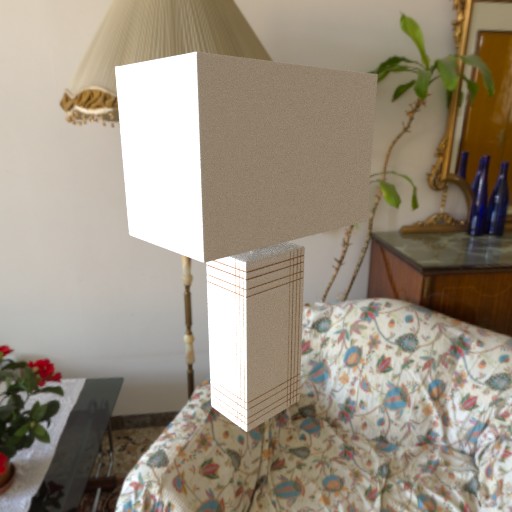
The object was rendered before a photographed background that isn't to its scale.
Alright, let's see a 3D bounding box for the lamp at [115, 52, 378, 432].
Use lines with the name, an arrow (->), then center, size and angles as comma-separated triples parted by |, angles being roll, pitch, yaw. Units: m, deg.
lamp -> 0.000, 0.000, 0.699 | 0.334, 0.543, 0.182 | -15, 23, -41
